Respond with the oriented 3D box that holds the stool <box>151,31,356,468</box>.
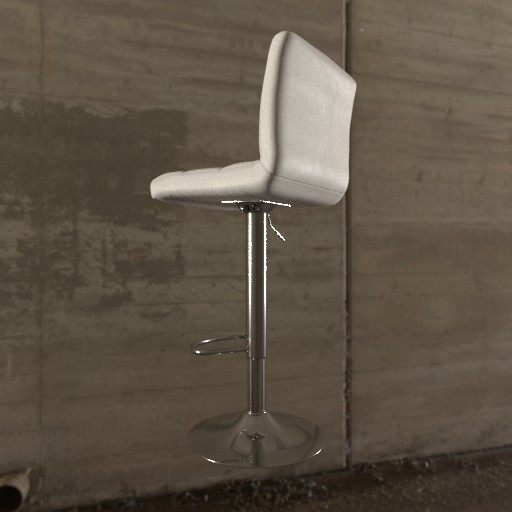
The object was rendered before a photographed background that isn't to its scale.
[{"bbox_3d":[0.000,0.000,1.367,0.505,1.115,0.430,0,0,36],"label":"stool"}]
